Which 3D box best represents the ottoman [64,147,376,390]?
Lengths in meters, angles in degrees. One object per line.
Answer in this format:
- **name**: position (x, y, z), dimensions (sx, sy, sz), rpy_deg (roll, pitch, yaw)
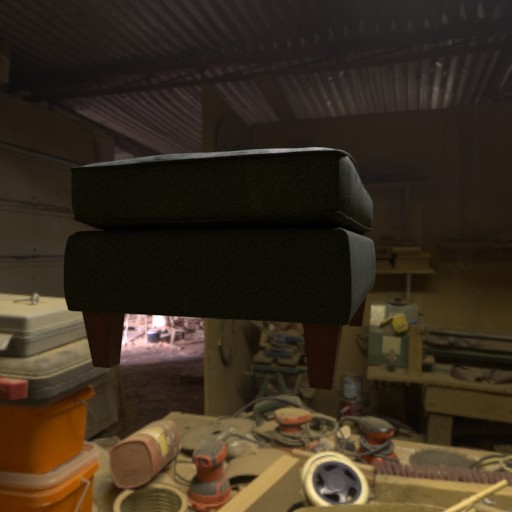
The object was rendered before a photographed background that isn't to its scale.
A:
- **ottoman**: position (0.000, 0.000, 1.277), dimensions (0.632, 0.495, 0.864), rpy_deg (0, 1, 18)
